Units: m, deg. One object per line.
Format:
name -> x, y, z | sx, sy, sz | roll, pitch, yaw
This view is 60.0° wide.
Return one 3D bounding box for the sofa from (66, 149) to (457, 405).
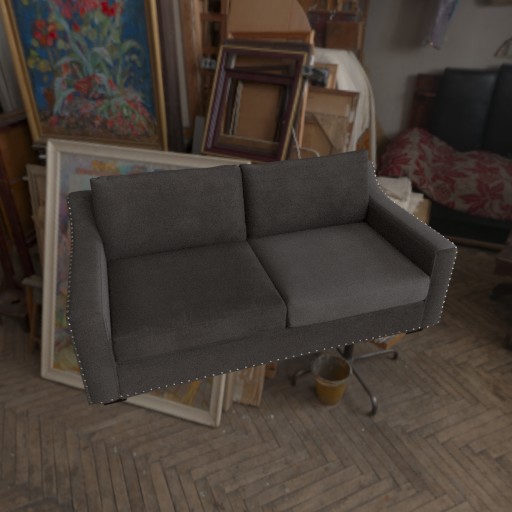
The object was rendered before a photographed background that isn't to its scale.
sofa -> 0.000, 0.000, 3.304 | 2.550, 1.196, 1.336 | -9, 32, -15
